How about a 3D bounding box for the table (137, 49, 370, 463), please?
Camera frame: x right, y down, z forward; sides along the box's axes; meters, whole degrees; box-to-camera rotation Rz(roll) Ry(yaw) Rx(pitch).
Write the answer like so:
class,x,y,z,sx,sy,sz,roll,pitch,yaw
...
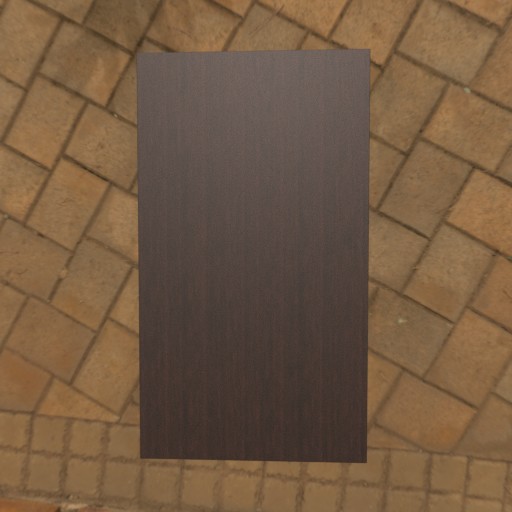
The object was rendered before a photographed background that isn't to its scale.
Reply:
class,x,y,z,sx,sy,sz,roll,pitch,yaw
table,0.000,0.000,1.363,0.590,0.460,1.050,0,92,2
